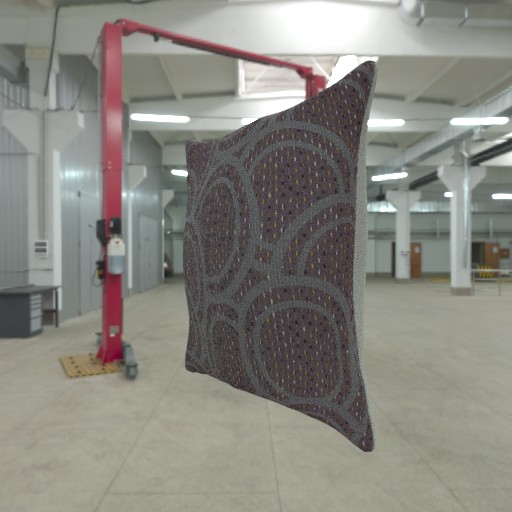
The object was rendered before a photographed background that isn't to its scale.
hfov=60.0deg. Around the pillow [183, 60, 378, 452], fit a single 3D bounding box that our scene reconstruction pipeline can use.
[{"bbox_3d":[0.000,0.000,0.781,0.163,0.513,0.514,0,1,-37],"label":"pillow"}]
